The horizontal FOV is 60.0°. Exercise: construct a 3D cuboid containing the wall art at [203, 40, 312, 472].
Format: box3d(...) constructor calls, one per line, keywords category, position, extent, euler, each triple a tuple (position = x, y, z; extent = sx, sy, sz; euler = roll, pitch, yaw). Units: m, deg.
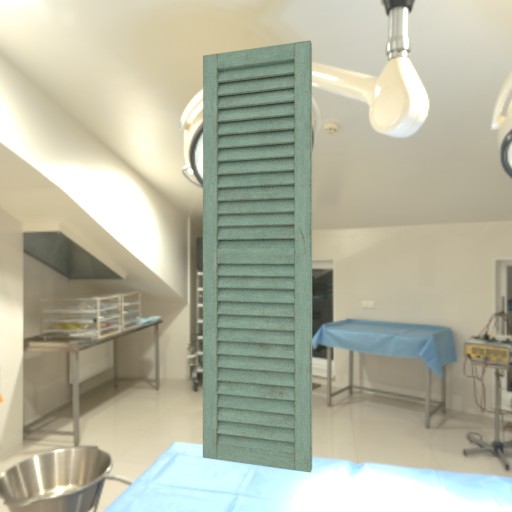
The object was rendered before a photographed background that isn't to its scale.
box3d(category="wall art", position=(0.000, 0.000, 1.308), extent=(0.329, 1.219, 0.025), euler=(0, 0, 17))
